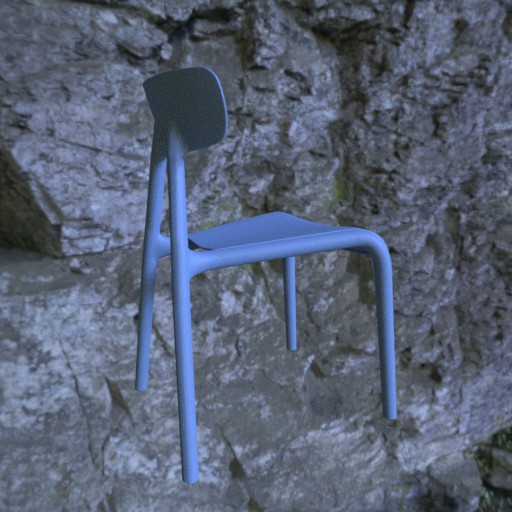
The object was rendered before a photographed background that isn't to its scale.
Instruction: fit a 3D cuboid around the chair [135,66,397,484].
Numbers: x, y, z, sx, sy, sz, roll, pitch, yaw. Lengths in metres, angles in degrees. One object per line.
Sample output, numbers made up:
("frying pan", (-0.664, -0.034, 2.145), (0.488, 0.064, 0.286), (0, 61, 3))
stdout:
("chair", (0.000, 0.000, 0.806), (0.401, 0.580, 0.356), (-7, 14, -27))
